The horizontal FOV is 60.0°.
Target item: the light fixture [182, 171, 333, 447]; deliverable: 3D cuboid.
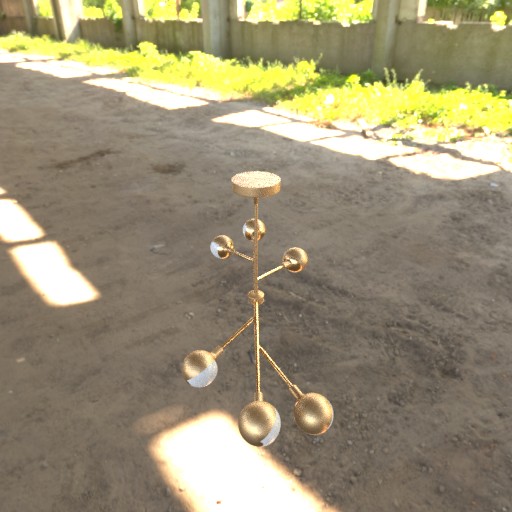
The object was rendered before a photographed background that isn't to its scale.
[{"bbox_3d":[0.000,0.000,1.000,0.434,0.362,0.778,7,30,13],"label":"light fixture"}]
